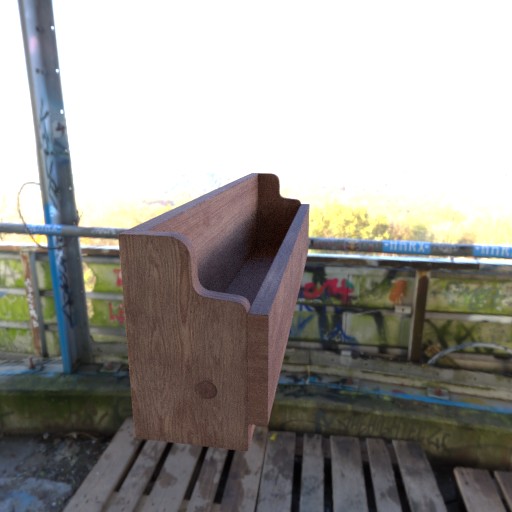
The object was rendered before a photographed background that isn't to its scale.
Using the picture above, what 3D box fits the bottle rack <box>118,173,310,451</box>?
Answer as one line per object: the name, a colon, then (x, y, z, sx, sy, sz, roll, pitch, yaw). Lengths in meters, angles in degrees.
bottle rack: (0.000, 0.000, 0.669, 0.126, 0.196, 0.608, 3, 16, 9)
